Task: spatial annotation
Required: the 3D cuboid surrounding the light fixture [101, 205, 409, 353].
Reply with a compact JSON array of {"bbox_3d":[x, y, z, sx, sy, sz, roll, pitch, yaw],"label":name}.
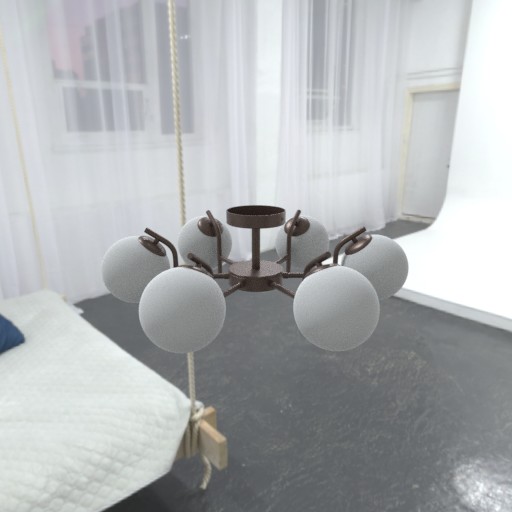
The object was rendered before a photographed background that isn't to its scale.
[{"bbox_3d":[0.000,0.000,0.959,0.662,0.201,0.662,0,16,0],"label":"light fixture"}]
